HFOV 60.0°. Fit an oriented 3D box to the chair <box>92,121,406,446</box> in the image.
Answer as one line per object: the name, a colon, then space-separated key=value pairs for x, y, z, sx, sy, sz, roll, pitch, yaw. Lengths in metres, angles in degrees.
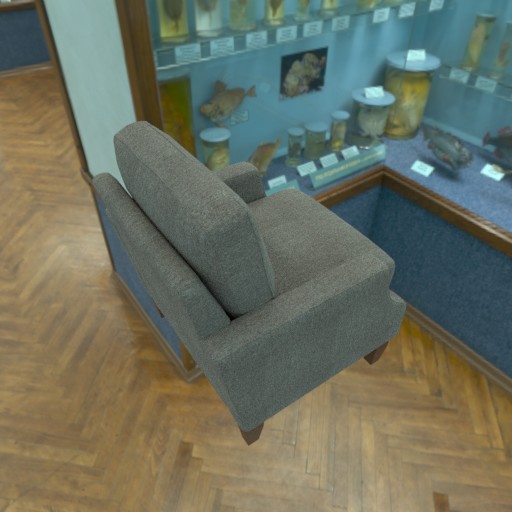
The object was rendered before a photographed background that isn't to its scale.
chair: x=0.000 y=0.000 z=1.674 sx=0.897 sy=0.993 sz=0.855 roll=-24 pitch=47 yaw=-25
